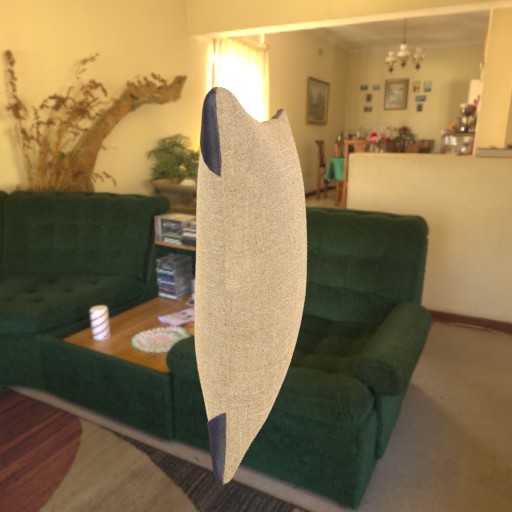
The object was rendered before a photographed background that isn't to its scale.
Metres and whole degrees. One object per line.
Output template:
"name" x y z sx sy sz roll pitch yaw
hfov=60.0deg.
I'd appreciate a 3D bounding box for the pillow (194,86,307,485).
"pillow" 0.000 0.000 0.666 0.147 0.441 0.440 3 16 10
